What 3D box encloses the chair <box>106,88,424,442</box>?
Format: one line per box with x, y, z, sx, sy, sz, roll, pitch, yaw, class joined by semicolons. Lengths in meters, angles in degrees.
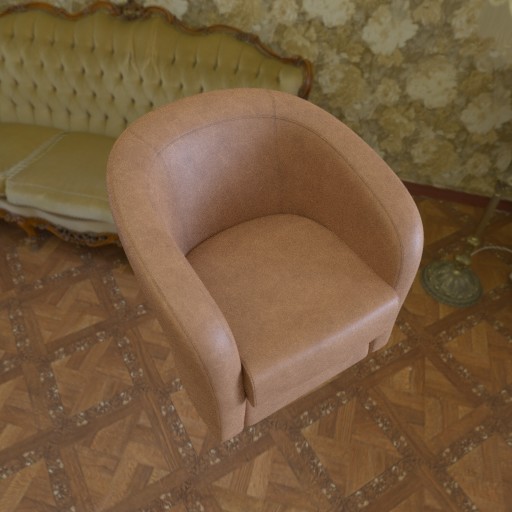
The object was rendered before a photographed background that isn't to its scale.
0.000;0.000;1.438;0.791;0.771;0.815;-24;51;-21;chair
